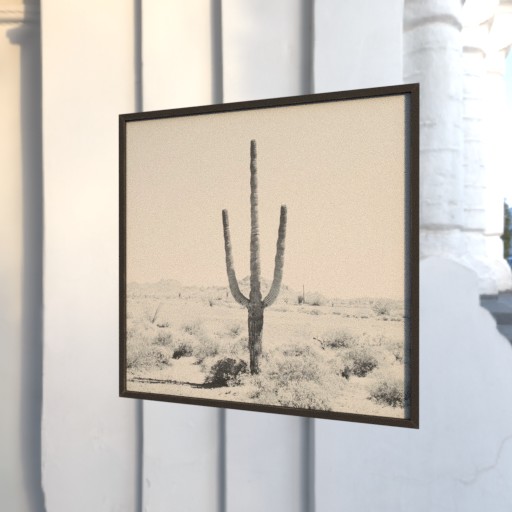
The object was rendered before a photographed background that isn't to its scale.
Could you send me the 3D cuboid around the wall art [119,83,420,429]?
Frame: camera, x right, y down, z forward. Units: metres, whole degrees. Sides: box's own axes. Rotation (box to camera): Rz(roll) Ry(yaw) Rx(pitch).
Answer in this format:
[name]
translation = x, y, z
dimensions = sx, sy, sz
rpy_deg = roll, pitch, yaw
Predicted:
[wall art]
translation = 0.000, 0.000, 1.103
dimensions = 0.762, 0.762, 0.038
rpy_deg = 0, 0, 17
